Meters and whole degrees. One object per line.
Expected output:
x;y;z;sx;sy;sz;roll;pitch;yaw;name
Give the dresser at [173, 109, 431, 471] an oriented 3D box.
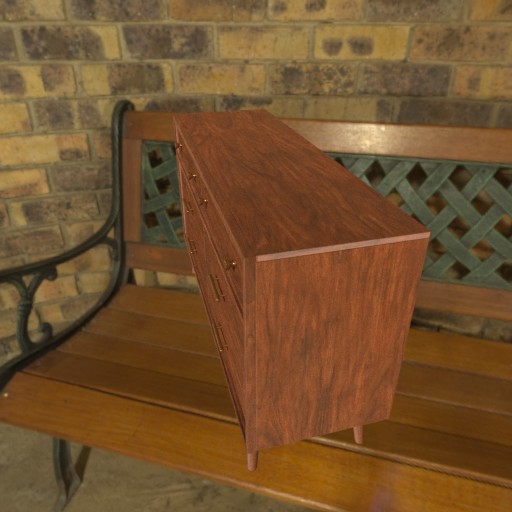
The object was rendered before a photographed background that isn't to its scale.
0.000;0.000;1.884;0.500;0.889;1.472;-8;31;-13;dresser
